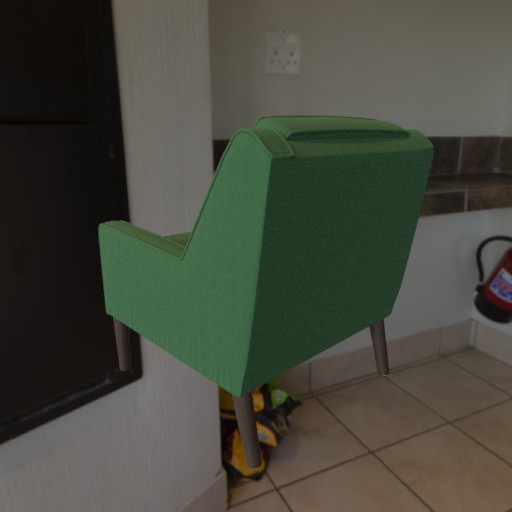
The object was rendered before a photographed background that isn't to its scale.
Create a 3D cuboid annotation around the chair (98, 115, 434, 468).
[{"bbox_3d":[0.000,0.000,1.331,0.663,0.792,0.743,-15,22,-42],"label":"chair"}]
